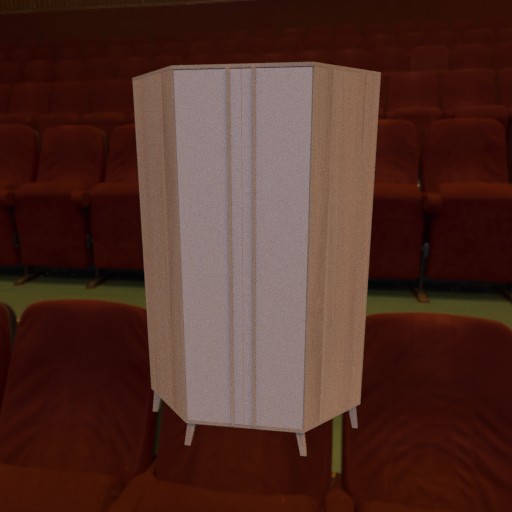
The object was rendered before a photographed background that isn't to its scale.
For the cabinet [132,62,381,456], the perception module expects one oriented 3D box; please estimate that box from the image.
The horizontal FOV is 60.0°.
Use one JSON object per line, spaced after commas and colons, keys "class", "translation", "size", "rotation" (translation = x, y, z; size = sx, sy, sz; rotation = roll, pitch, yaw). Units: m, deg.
{"class": "cabinet", "translation": [0.000, 0.000, 2.623], "size": [1.272, 1.957, 0.969], "rotation": [2, 14, 8]}
